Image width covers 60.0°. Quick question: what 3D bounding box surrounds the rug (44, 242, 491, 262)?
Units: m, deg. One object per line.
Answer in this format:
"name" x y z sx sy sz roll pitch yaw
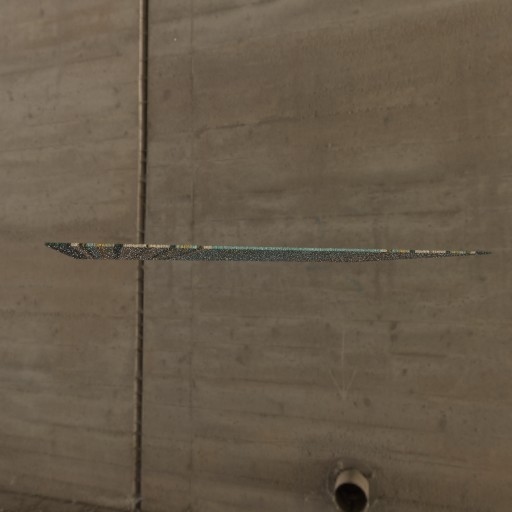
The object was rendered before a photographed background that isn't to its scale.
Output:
"rug" 0.000 0.000 2.274 1.811 0.010 1.212 1 -3 -18
